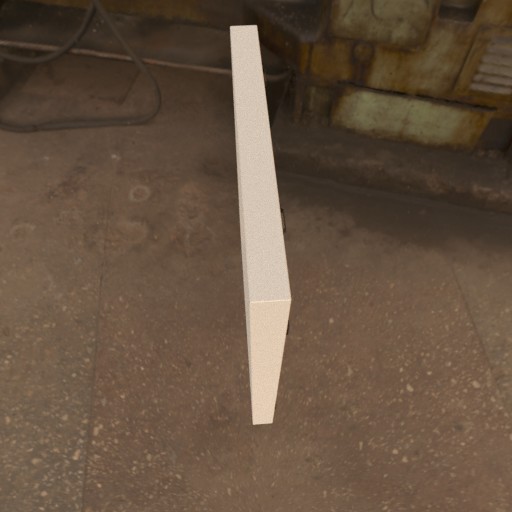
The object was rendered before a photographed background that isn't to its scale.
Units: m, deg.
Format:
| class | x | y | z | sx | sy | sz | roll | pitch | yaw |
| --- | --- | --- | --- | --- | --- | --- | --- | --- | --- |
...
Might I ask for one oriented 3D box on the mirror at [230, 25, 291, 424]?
| class | x | y | z | sx | sy | sz | roll | pitch | yaw |
| --- | --- | --- | --- | --- | --- | --- | --- | --- | --- |
| mirror | 0.000 | 0.000 | 0.698 | 0.041 | 0.509 | 0.406 | -3 | 58 | -2 |
